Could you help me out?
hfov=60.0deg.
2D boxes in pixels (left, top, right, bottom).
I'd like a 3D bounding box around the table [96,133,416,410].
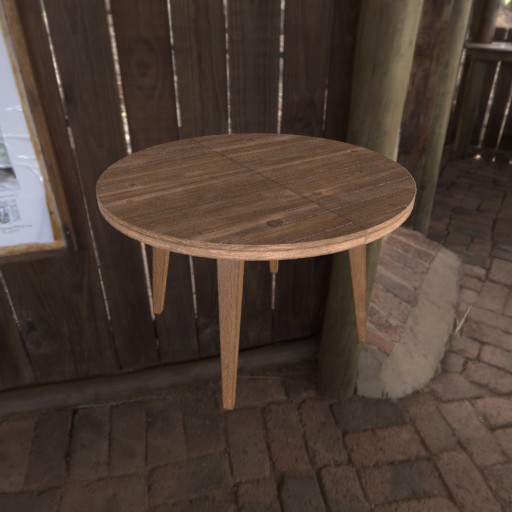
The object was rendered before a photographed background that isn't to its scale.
[{"bbox_3d":[0.000,0.000,1.948,1.213,0.764,1.213,0,30,0],"label":"table"}]
